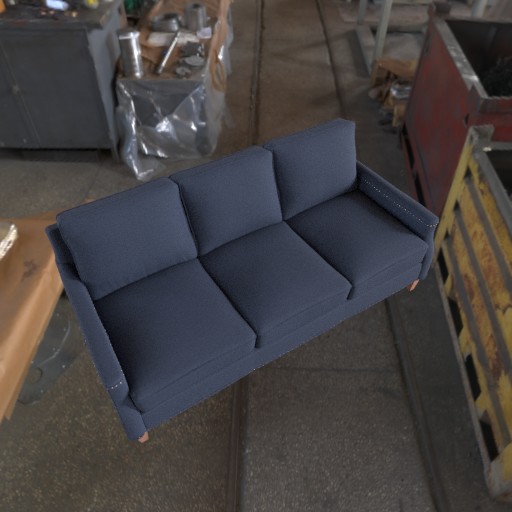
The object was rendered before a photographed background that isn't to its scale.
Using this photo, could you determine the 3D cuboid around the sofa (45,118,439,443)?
[{"bbox_3d":[0.000,0.000,2.827,2.246,1.003,1.084,-24,50,-22],"label":"sofa"}]
